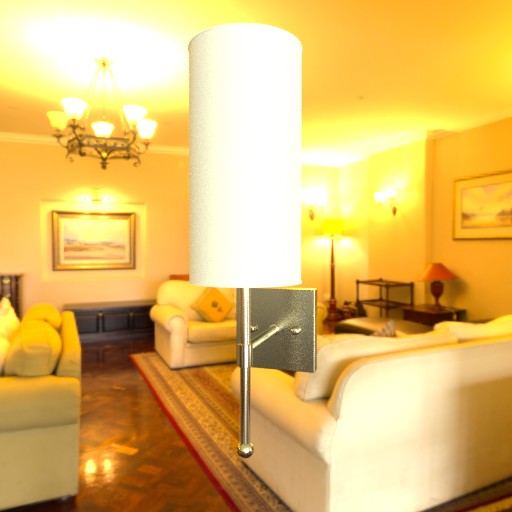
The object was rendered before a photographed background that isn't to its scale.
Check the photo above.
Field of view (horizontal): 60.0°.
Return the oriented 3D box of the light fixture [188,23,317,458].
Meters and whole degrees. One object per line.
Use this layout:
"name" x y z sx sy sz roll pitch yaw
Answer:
"light fixture" 0.000 0.000 0.542 0.128 0.462 0.208 0 2 18
